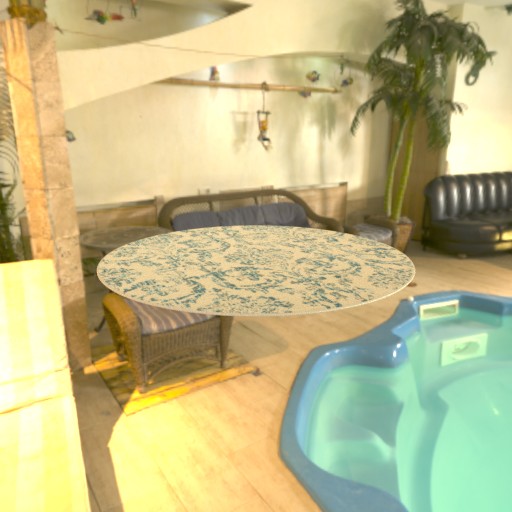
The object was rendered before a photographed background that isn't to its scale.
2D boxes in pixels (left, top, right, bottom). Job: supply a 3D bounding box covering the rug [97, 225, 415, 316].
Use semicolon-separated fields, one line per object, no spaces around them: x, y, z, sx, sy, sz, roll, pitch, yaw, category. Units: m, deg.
0.000;0.000;2.346;1.593;0.012;1.593;0;15;0;rug
